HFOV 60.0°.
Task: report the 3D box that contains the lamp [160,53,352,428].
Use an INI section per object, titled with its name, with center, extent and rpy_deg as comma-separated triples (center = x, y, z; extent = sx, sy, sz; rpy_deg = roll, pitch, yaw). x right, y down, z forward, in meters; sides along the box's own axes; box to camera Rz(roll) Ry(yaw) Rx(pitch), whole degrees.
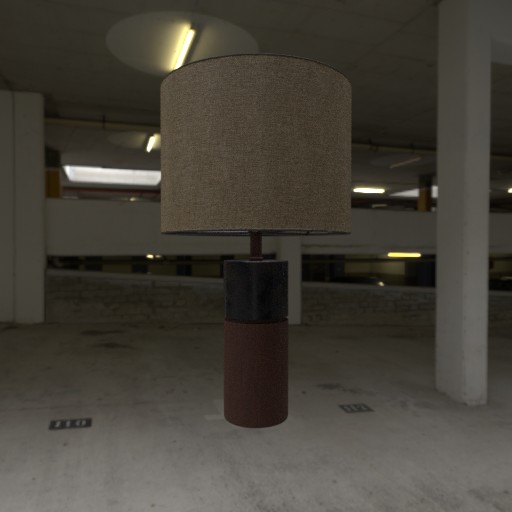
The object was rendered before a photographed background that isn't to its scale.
[lamp]
center = 0.000, 0.000, 0.482
extent = 0.202, 0.350, 0.202
rpy_deg = 0, 1, 0
